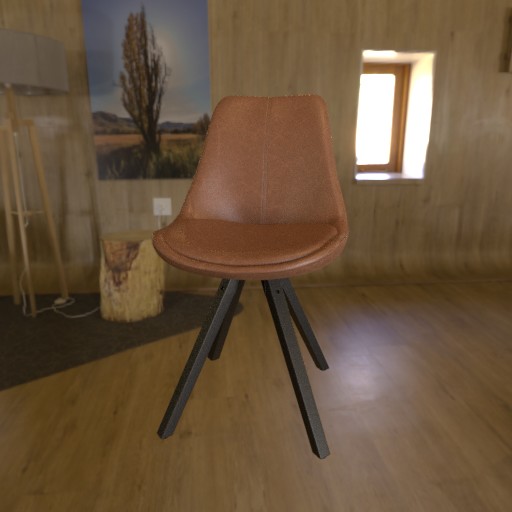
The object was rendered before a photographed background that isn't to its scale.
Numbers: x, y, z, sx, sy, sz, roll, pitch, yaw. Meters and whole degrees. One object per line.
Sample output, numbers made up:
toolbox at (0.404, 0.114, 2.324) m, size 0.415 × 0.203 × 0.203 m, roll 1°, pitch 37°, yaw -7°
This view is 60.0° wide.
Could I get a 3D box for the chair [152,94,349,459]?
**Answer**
chair at (0.000, 0.000, 1.177) m, size 0.475 × 0.850 × 0.550 m, roll 3°, pitch 15°, yaw 10°
